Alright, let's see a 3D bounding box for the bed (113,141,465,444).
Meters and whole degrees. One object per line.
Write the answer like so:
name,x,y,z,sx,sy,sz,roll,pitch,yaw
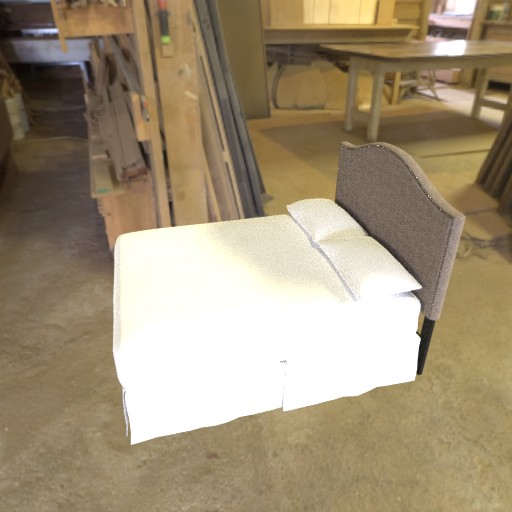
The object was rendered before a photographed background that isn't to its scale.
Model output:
bed,0.000,0.000,3.340,2.153,1.518,1.713,-8,31,-13
